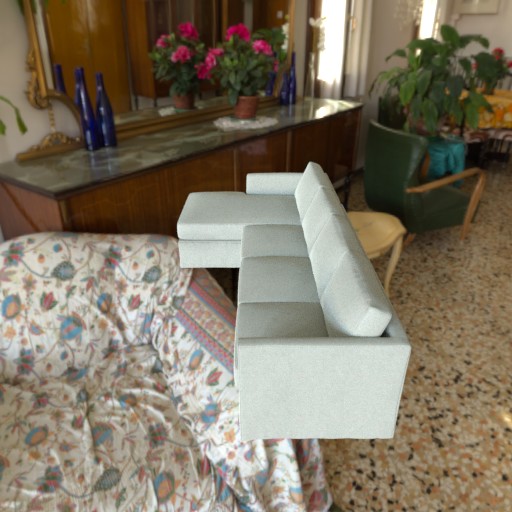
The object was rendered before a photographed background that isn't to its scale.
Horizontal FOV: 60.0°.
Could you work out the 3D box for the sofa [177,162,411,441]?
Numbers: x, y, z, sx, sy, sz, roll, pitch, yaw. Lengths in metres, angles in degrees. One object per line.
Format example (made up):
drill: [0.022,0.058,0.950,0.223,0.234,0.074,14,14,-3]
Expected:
sofa: [0.000,0.000,3.869,1.650,0.922,3.205,0,27,0]
